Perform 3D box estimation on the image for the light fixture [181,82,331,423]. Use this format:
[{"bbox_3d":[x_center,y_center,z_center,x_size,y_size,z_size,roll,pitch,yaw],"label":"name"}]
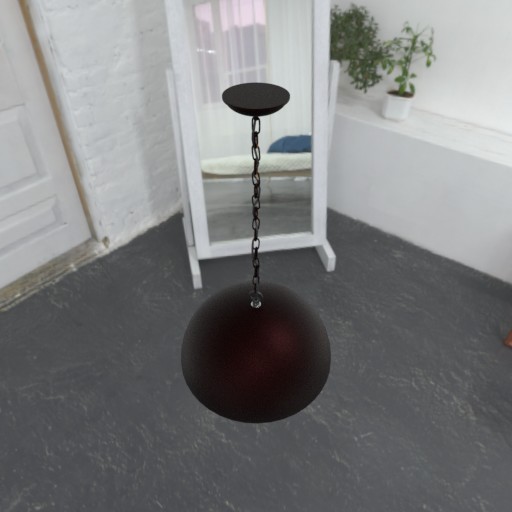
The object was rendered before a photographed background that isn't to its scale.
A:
[{"bbox_3d":[0.000,0.000,1.186,0.492,0.869,0.492,11,42,13],"label":"light fixture"}]
